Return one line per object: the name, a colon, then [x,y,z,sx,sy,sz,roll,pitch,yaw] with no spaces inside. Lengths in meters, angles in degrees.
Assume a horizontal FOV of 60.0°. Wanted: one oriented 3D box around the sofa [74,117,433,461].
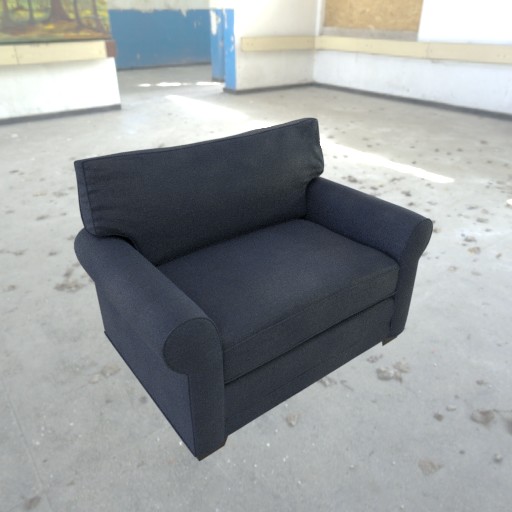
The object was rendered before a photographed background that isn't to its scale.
sofa: [0.000,0.000,2.056,1.405,1.004,0.938,-20,35,-32]
